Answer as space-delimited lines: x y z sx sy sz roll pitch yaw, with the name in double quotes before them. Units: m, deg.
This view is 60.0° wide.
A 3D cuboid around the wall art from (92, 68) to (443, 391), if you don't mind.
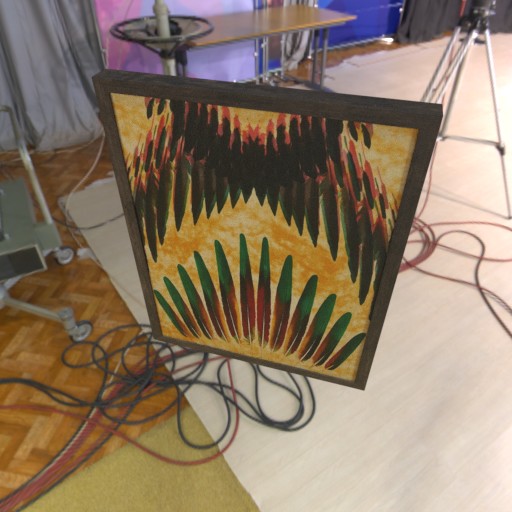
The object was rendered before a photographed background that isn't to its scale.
"wall art" 0.000 0.000 0.542 0.329 0.406 0.027 11 42 12
